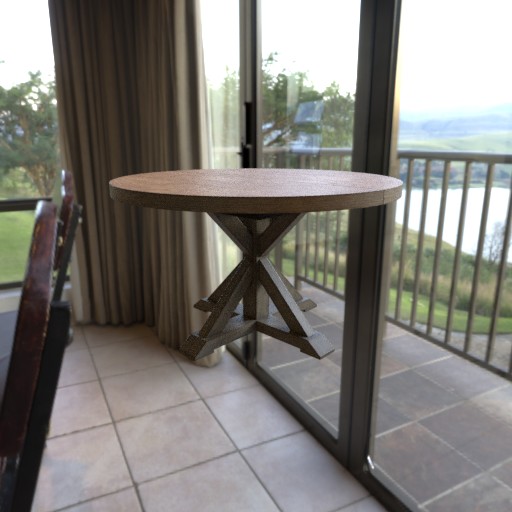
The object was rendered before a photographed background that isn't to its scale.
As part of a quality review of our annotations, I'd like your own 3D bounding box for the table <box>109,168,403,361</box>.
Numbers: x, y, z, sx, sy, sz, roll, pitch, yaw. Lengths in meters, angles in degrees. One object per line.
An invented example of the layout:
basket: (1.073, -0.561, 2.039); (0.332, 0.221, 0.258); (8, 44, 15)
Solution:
table: (0.000, 0.000, 2.253); (1.363, 0.781, 1.363); (0, 15, 0)
